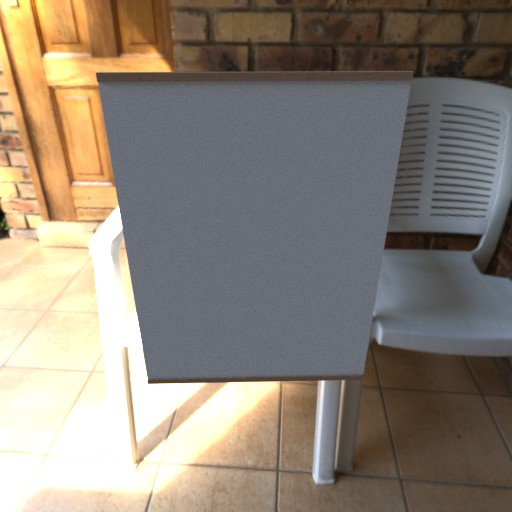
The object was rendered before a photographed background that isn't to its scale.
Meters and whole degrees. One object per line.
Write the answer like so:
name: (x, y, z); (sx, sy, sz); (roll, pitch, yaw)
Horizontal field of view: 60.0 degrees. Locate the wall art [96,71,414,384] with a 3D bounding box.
wall art: (0.000, 0.000, 1.315); (0.758, 1.016, 0.013); (-1, 30, -1)
